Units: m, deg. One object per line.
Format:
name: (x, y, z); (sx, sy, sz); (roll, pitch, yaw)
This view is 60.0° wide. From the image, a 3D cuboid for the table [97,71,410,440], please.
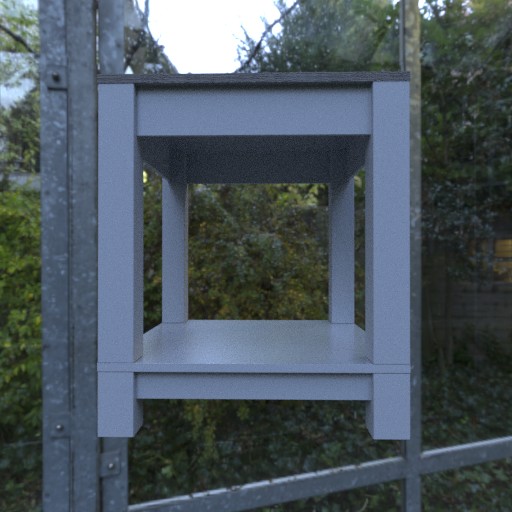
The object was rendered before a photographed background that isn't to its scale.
table: (0.000, 0.000, 0.965); (0.504, 0.587, 0.506); (0, 0, 1)
